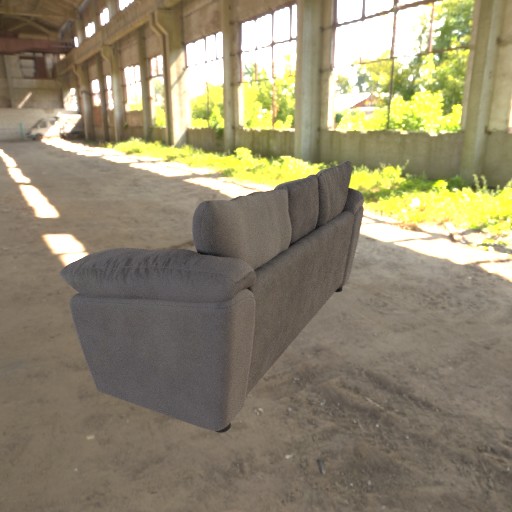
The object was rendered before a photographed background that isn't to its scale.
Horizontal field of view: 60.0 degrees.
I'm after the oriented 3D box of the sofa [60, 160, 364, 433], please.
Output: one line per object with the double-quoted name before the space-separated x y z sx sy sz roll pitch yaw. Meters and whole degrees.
"sofa" 0.000 0.000 2.850 0.878 1.073 2.336 8 19 25
